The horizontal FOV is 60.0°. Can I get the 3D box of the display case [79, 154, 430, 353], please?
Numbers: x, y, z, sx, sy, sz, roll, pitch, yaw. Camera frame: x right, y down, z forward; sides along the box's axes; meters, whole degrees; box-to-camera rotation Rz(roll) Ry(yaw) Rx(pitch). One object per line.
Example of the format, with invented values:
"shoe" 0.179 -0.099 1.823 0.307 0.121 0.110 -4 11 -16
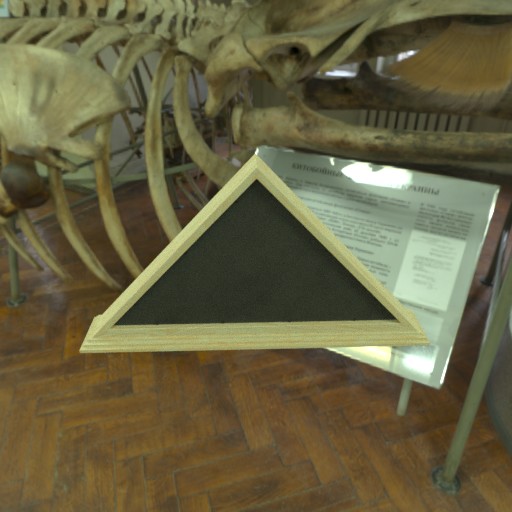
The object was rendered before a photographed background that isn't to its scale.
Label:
"display case" 0.000 0.000 0.765 0.640 0.340 0.095 -1 31 -2
